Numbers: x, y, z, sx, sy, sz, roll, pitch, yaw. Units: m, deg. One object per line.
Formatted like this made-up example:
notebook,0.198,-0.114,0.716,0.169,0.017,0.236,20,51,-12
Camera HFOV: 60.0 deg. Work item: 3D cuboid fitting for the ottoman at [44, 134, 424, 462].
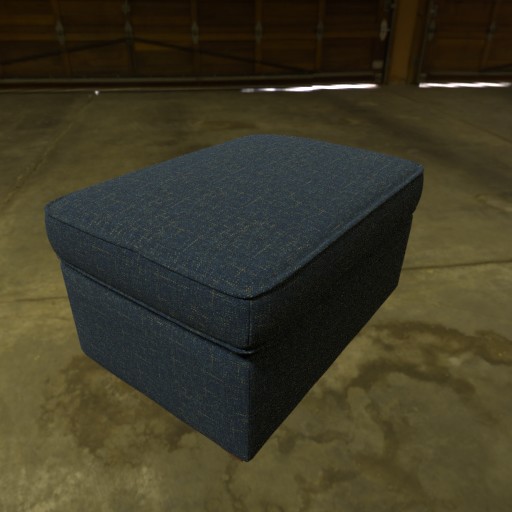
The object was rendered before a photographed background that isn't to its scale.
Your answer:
ottoman,0.000,0.000,1.068,0.549,0.450,0.749,20,35,31
